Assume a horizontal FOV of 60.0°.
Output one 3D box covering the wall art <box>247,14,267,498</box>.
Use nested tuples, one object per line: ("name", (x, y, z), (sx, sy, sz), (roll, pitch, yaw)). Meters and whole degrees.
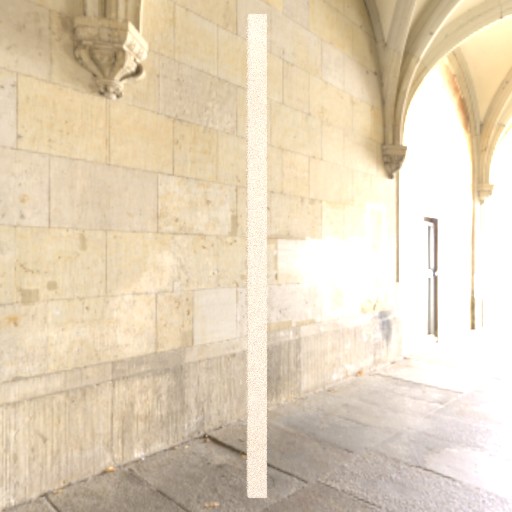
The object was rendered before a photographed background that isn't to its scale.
("wall art", (0.000, 0.000, 1.139), (0.038, 0.912, 0.607), (0, 0, 0))
